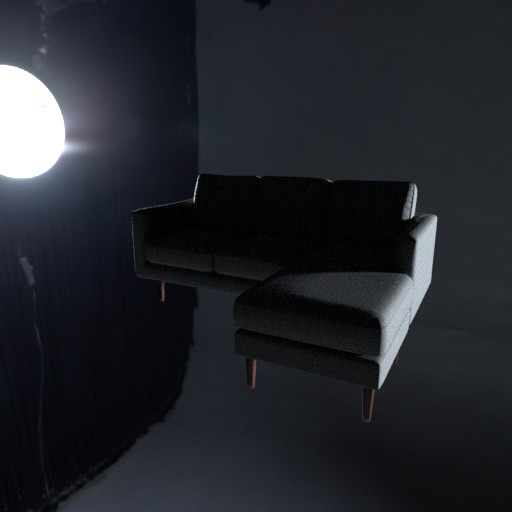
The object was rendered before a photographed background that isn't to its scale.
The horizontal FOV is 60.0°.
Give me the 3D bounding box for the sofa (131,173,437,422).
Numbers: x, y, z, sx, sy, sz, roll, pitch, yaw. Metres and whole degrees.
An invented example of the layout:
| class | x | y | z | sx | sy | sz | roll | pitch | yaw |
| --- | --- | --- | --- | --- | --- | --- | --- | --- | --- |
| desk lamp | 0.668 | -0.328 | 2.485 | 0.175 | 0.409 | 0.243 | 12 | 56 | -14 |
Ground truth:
| class | x | y | z | sx | sy | sz | roll | pitch | yaw |
| --- | --- | --- | --- | --- | --- | --- | --- | --- | --- |
| sofa | 0.000 | 0.000 | 2.951 | 2.055 | 0.957 | 1.667 | 8 | 17 | 27 |
